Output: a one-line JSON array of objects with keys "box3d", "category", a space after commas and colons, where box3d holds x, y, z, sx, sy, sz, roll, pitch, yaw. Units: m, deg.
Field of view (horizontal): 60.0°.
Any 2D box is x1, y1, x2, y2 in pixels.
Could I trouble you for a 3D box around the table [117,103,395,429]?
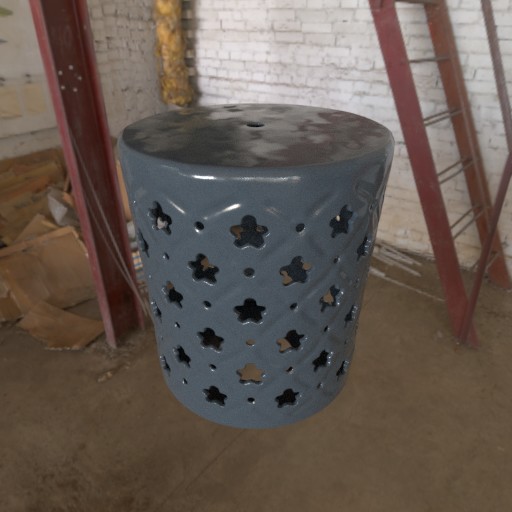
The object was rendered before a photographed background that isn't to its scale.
[{"box3d": [0.000, 0.000, 0.665, 0.352, 0.387, 0.352, 0, 29, 0], "category": "table"}]
